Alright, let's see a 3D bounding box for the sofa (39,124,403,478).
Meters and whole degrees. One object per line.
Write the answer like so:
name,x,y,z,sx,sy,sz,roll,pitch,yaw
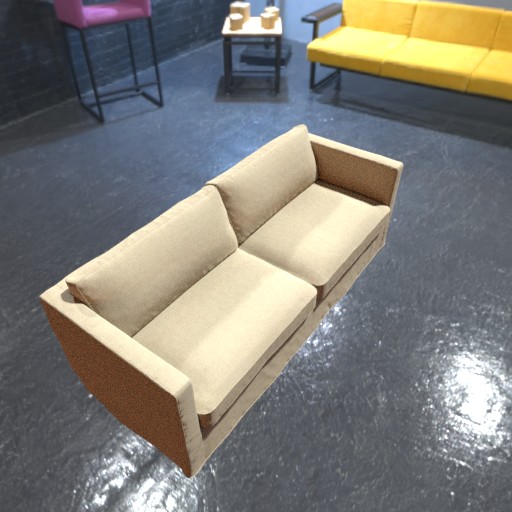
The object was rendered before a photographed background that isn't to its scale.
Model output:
sofa,0.000,0.000,2.805,0.962,0.853,2.312,26,48,27
